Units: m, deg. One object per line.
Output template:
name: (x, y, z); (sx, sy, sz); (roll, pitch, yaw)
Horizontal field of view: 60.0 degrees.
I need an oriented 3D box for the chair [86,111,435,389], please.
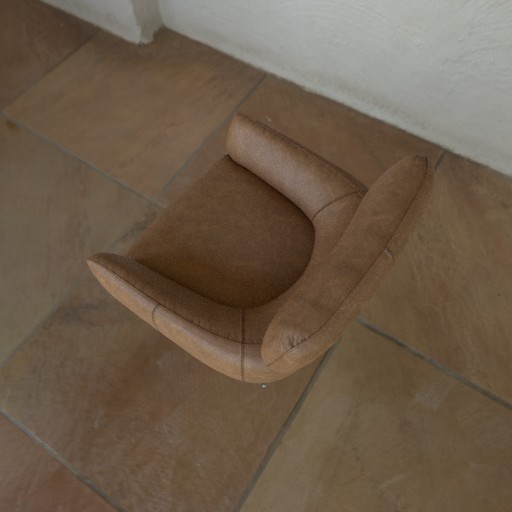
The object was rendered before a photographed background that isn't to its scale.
chair: (0.000, 0.000, 1.343); (0.715, 0.812, 0.706); (33, 67, 16)
